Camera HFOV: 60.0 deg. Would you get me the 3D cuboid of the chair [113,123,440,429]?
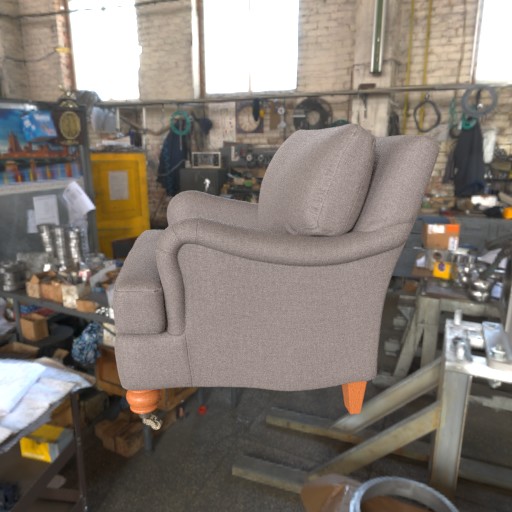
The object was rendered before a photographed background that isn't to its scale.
[{"bbox_3d":[0.000,0.000,1.857,1.070,1.038,0.955,-2,14,-8],"label":"chair"}]
